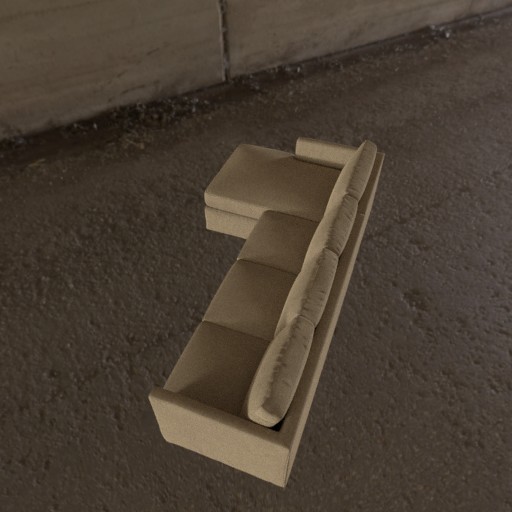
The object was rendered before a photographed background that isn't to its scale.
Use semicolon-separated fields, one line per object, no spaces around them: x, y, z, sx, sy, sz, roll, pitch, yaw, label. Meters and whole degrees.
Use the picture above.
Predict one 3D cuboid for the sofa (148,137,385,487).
0.000;0.000;3.913;1.638;0.920;3.198;15;48;14;sofa
